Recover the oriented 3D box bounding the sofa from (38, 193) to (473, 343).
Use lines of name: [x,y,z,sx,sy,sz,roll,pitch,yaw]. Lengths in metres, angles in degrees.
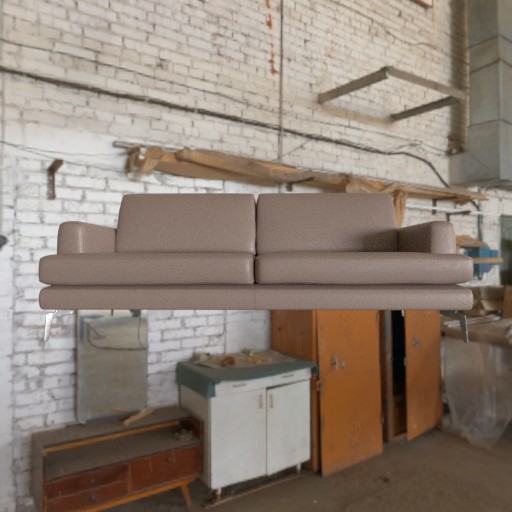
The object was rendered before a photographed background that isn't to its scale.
sofa: [0.000,0.000,2.428,1.940,0.765,0.974,0,0,1]
